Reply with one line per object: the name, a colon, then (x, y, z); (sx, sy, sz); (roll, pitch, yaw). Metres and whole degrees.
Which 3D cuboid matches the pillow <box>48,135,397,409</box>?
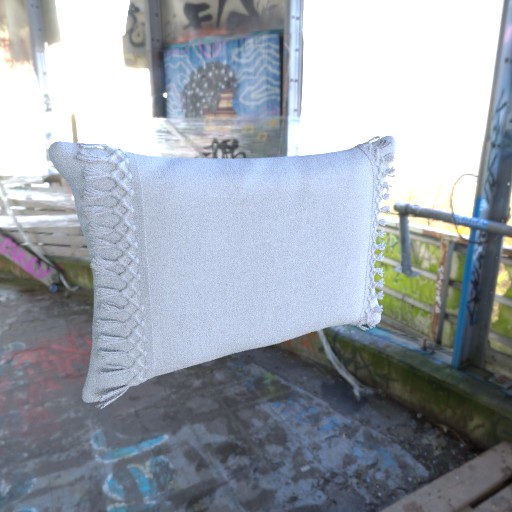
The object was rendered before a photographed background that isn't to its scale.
pillow: (0.000, 0.000, 0.584); (0.466, 0.305, 0.084); (-9, 18, -27)
